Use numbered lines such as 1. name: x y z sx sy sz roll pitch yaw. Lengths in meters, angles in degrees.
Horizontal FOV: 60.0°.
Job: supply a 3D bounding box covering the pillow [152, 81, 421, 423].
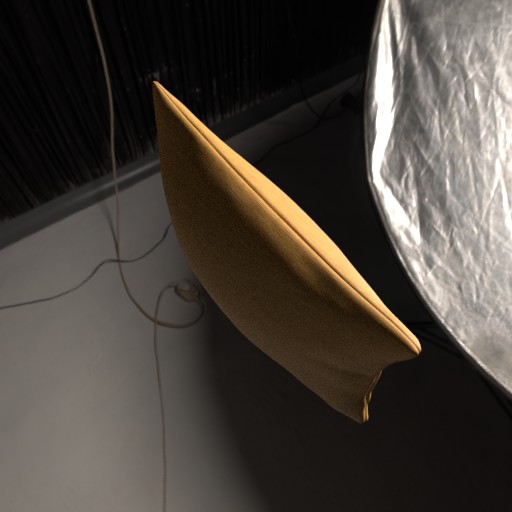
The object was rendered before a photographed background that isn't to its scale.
1. pillow: 0.000 0.000 0.794 0.210 0.354 0.634 -32 63 -19
